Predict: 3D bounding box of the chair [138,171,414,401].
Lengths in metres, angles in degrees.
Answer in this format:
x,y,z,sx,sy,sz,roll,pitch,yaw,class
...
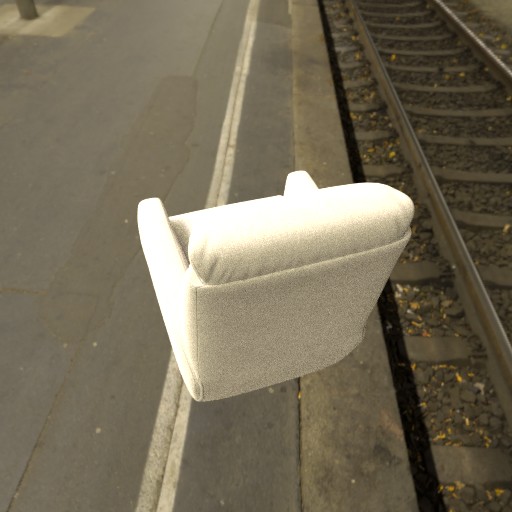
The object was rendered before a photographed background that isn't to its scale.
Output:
x,y,z,sx,sy,sz,roll,pitch,yaw,class
0.000,0.000,1.696,0.812,1.015,0.941,-13,44,-14,chair
